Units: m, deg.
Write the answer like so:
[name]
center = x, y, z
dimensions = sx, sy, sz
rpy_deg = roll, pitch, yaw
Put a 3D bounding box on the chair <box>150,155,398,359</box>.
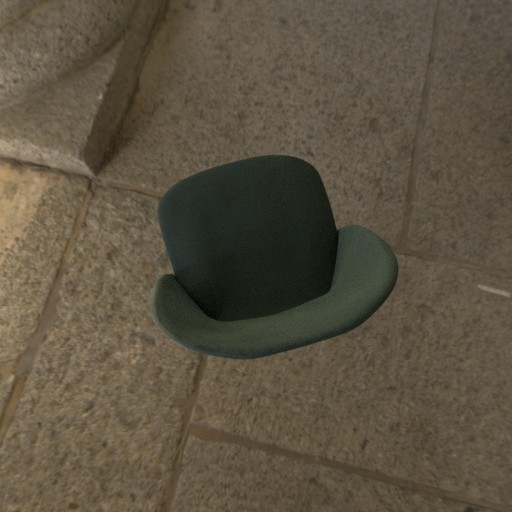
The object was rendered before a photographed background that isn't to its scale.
[chair]
center = 0.000, 0.000, 1.236
dimensions = 0.527, 0.860, 0.577
rpy_deg = -15, 75, -4
